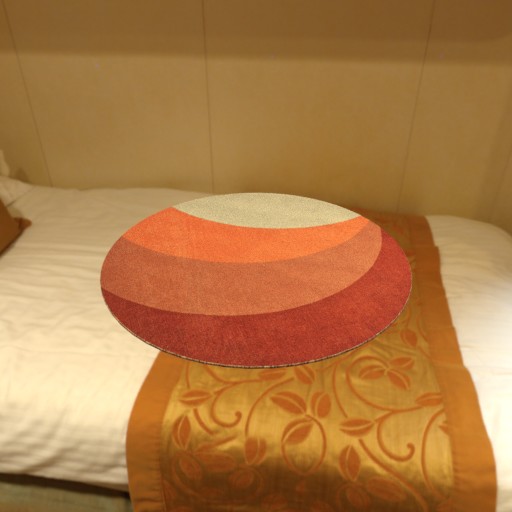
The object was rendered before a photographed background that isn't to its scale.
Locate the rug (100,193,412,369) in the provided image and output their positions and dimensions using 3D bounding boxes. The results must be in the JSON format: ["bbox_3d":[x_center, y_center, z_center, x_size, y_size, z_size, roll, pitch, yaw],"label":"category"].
[{"bbox_3d":[0.000,0.000,2.243,1.514,0.015,1.514,0,32,0],"label":"rug"}]
